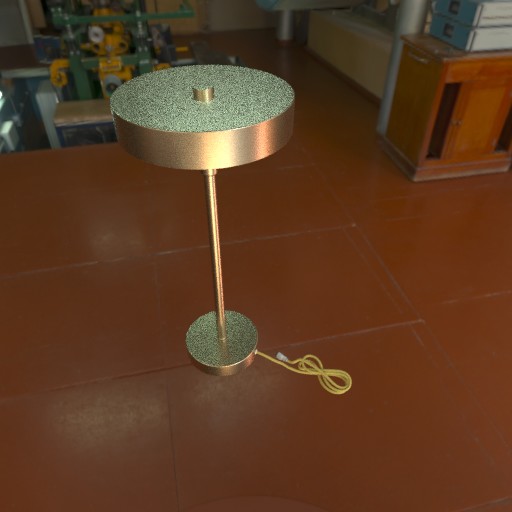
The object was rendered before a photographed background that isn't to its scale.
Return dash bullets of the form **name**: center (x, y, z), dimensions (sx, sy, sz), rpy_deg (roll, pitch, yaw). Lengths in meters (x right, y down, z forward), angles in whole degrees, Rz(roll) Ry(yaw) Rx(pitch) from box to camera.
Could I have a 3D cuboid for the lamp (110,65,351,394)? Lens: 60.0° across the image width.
- **lamp**: center (0.000, 0.000, 0.694), dimensions (0.369, 0.508, 0.229), rpy_deg (14, 42, 16)
